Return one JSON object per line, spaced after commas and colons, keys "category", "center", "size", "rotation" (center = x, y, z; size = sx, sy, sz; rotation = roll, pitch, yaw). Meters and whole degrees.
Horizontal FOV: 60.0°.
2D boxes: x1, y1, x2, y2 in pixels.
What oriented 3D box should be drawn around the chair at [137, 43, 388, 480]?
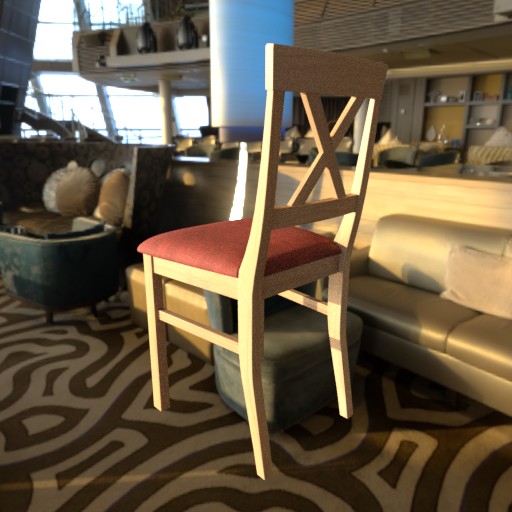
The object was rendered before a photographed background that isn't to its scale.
{"category": "chair", "center": [0.000, 0.000, 1.148], "size": [0.439, 0.912, 0.492], "rotation": [-15, 22, -42]}
